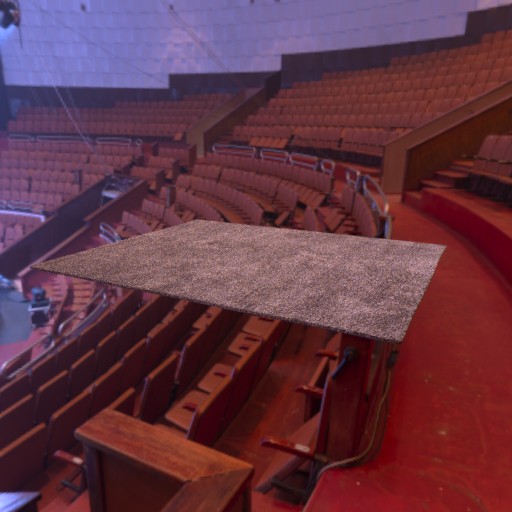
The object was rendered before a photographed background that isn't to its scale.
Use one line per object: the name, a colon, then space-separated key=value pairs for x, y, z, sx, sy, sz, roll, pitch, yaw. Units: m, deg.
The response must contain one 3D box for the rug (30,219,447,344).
rug: x=0.000 y=0.000 z=4.030 sx=3.000 sy=0.025 sz=2.401 roll=8 pitch=17 yaw=27
